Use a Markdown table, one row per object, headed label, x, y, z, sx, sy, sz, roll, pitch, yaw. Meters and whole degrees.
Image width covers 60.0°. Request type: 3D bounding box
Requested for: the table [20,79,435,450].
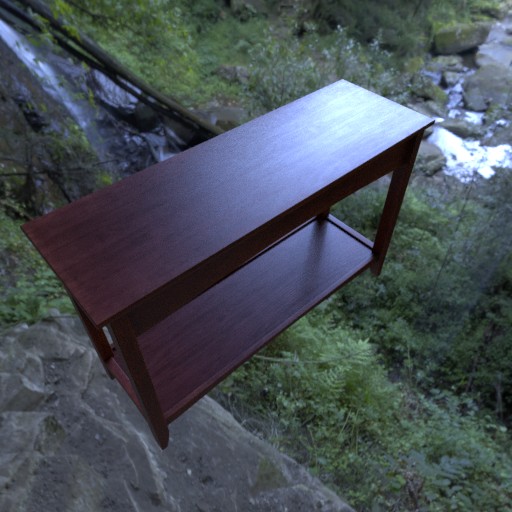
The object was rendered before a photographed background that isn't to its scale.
| label | x | y | z | sx | sy | sz | roll | pitch | yaw |
| --- | --- | --- | --- | --- | --- | --- | --- | --- | --- |
| table | 0.000 | 0.000 | 1.511 | 1.188 | 0.739 | 0.392 | -33 | 55 | -27 |
